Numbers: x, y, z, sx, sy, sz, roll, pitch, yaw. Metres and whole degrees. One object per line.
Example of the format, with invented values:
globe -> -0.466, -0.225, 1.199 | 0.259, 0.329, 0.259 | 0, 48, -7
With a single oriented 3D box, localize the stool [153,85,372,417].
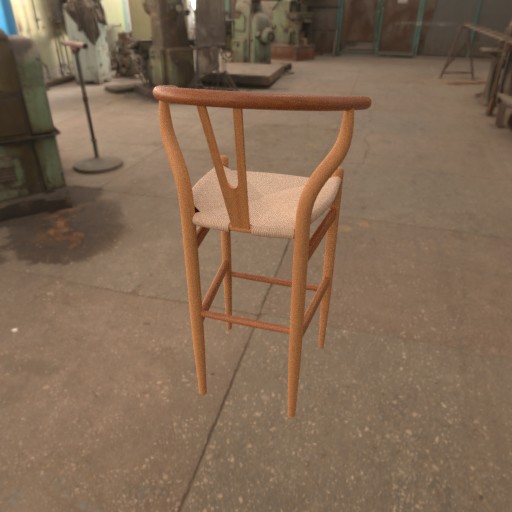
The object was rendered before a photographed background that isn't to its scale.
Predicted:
stool -> 0.000, 0.000, 1.382 | 0.574, 1.068, 0.561 | 9, 31, 15
